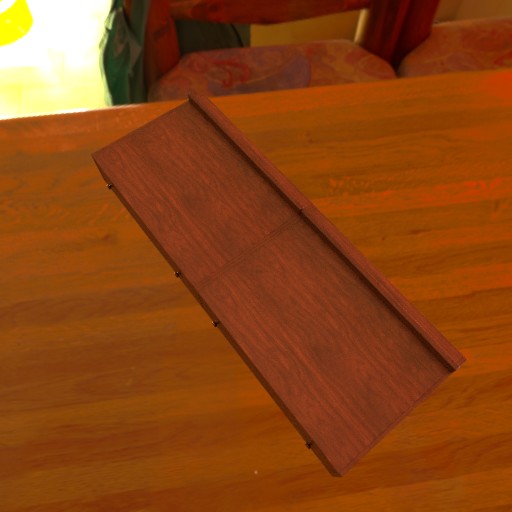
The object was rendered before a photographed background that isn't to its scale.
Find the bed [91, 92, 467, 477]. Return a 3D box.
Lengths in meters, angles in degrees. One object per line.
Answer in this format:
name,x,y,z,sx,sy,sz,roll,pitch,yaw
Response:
bed,0.000,0.000,2.327,0.787,0.326,2.057,-35,69,-16
